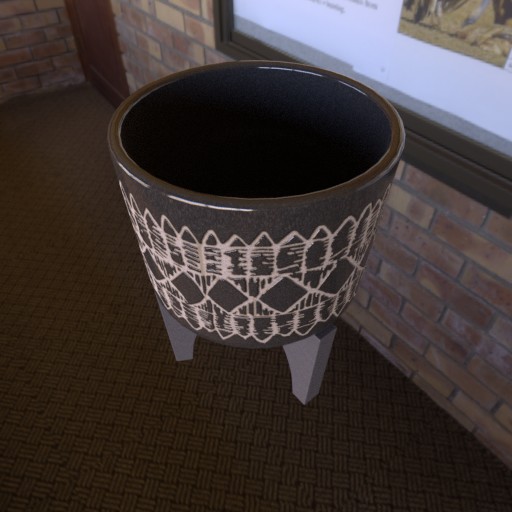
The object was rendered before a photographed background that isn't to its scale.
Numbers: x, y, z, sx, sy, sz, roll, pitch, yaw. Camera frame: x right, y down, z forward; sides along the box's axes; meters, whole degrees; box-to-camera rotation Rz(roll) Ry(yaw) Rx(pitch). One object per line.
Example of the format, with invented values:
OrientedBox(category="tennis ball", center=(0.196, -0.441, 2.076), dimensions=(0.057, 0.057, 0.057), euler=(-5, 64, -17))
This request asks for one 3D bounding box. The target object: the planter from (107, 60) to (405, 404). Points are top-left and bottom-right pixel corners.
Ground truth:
OrientedBox(category="planter", center=(0.000, 0.000, 0.389), dimensions=(0.196, 0.264, 0.196), euler=(15, 47, 14))
